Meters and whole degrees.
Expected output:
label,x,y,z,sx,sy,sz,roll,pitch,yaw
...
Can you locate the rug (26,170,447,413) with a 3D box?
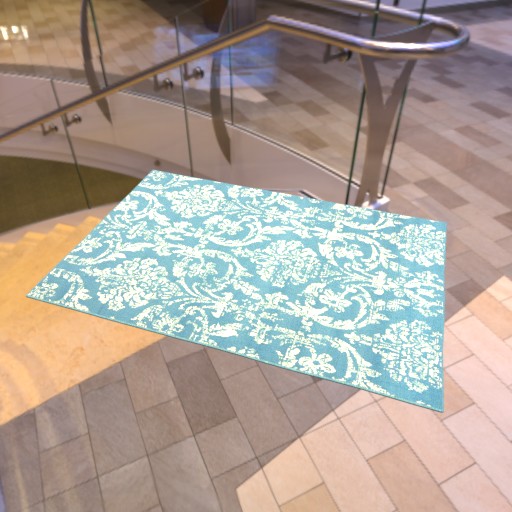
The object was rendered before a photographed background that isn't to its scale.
label,x,y,z,sx,sy,sz,roll,pitch,yaw
rug,0.000,0.000,2.253,1.833,0.012,1.211,12,42,14
